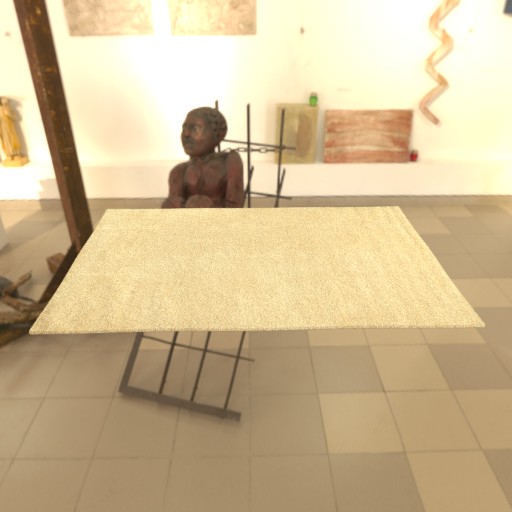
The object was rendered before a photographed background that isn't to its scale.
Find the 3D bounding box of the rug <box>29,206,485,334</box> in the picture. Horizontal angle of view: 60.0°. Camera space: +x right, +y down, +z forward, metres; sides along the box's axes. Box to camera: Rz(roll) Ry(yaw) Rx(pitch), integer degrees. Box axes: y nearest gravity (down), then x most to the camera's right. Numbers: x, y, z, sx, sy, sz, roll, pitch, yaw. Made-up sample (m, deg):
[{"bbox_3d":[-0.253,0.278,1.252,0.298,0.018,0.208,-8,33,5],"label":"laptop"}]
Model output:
[{"bbox_3d":[0.000,0.000,2.927,2.346,0.025,1.500,-1,30,-1],"label":"rug"}]
